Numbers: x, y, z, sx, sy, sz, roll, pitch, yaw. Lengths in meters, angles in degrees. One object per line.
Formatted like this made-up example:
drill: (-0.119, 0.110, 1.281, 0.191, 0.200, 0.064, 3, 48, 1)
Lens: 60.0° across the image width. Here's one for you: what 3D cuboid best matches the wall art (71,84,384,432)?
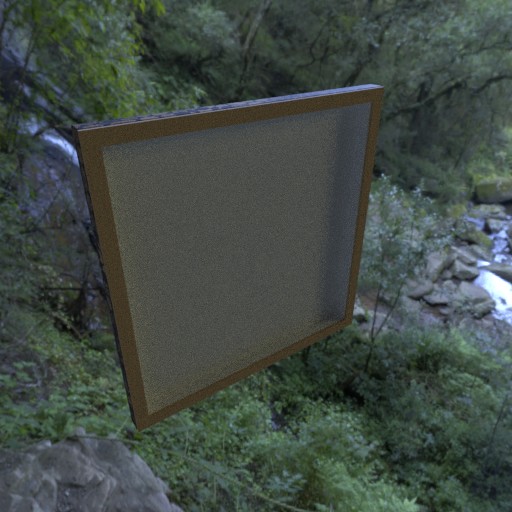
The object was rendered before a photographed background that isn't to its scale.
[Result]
wall art: (0.000, 0.000, 0.915, 0.612, 0.612, 0.038, -19, 35, -30)
